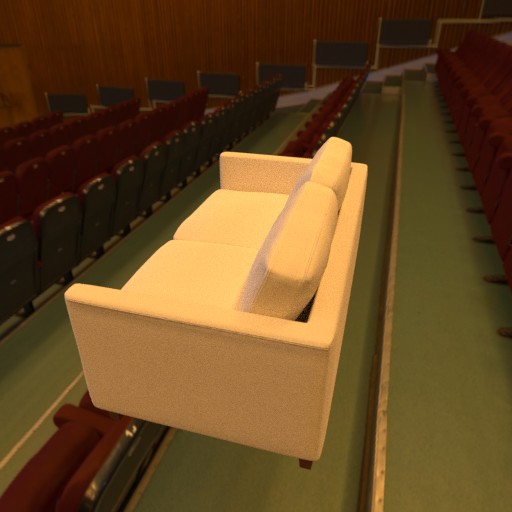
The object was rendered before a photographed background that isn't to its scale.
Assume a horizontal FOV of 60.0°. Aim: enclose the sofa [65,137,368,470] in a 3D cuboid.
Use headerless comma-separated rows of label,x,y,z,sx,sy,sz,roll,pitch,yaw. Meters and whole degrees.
sofa,0.000,0.000,2.230,0.964,0.888,1.702,8,32,14
